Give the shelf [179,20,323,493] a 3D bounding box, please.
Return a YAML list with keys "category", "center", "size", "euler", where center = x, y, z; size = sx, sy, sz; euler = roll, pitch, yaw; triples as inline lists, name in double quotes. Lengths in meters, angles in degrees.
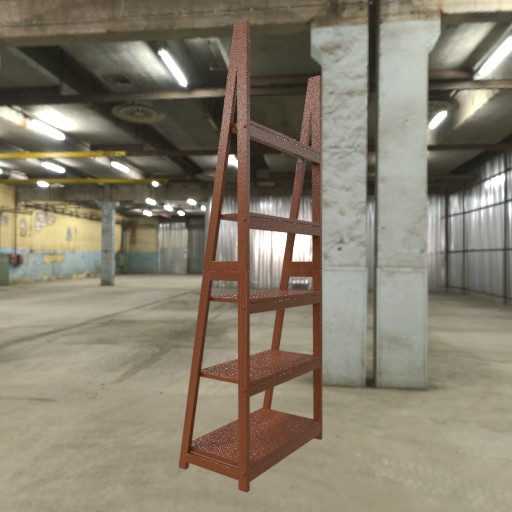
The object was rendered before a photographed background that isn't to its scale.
- category: "shelf"
  center: [0.000, 0.000, 2.026]
  size: [0.356, 1.780, 0.630]
  euler: [-1, -1, 35]
